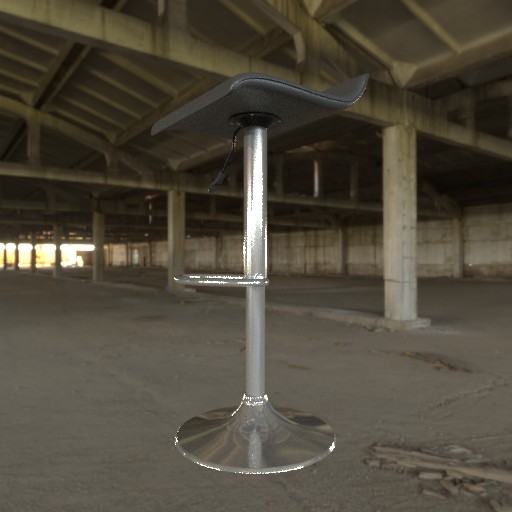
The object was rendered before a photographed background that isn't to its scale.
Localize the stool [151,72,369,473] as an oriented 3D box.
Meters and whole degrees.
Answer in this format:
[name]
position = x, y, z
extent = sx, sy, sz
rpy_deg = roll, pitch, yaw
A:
[stool]
position = 0.000, 0.000, 1.057
extent = 0.381, 0.851, 0.381
rpy_deg = 0, 0, -37
